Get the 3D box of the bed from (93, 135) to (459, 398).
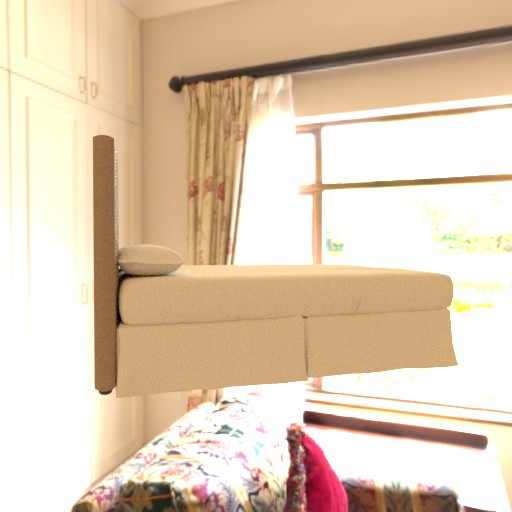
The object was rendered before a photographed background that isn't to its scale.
[{"bbox_3d":[0.000,0.000,3.395,2.282,1.436,1.821,0,1,-18],"label":"bed"}]
